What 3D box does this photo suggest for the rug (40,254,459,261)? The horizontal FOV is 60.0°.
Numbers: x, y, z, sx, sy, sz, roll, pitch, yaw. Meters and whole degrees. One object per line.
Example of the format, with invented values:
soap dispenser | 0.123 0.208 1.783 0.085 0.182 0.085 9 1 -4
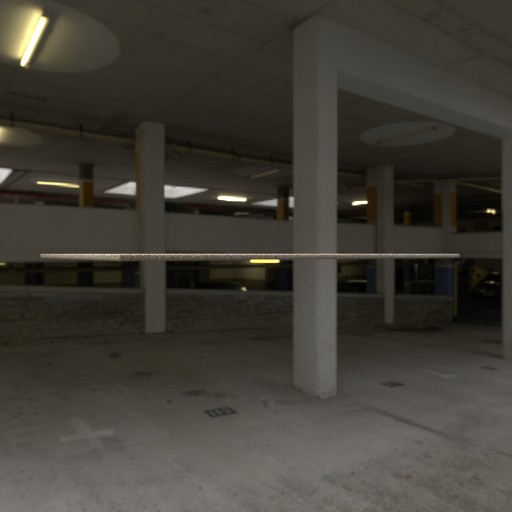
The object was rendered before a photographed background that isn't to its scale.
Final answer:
rug | 0.000 0.000 2.942 2.346 0.025 1.500 0 0 -36
